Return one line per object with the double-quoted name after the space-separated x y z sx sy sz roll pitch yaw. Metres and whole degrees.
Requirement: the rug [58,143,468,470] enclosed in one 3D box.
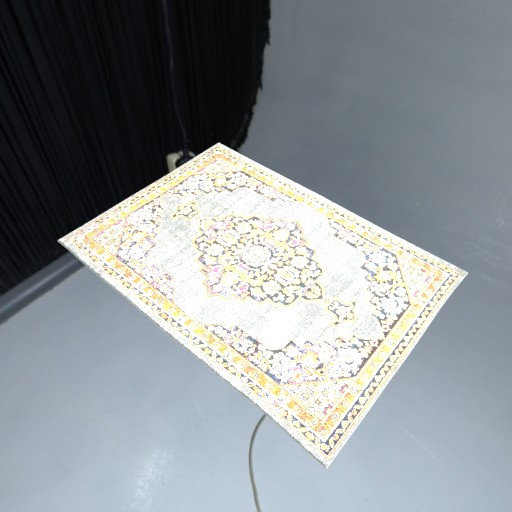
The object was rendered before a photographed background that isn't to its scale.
0.000 0.000 3.799 2.901 0.026 2.043 33 56 26 "rug"
